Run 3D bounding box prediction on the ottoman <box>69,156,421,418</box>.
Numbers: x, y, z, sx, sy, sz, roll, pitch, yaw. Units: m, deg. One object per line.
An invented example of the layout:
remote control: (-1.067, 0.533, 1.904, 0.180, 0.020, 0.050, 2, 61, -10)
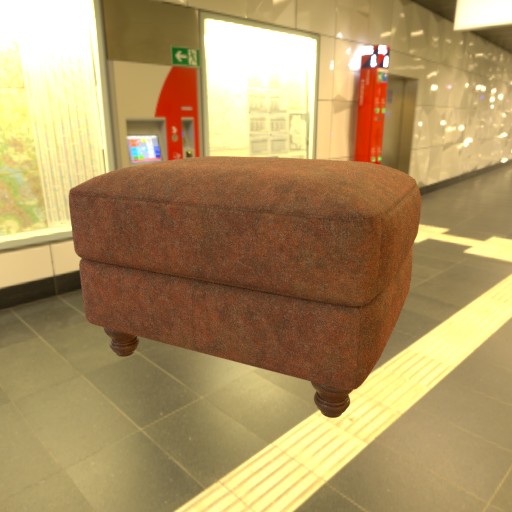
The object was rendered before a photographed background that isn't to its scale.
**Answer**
ottoman: (0.000, 0.000, 1.199, 0.787, 0.508, 0.635, 8, 19, 25)
